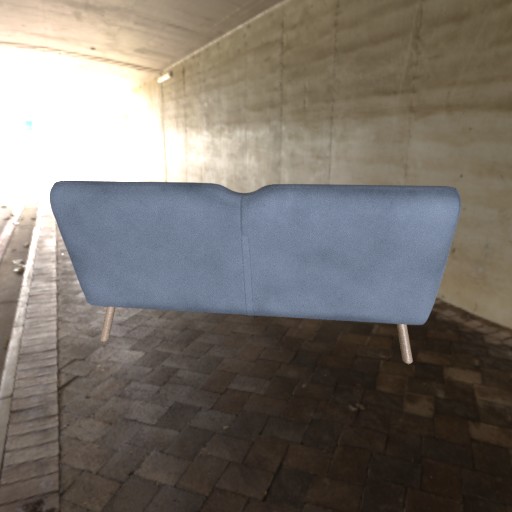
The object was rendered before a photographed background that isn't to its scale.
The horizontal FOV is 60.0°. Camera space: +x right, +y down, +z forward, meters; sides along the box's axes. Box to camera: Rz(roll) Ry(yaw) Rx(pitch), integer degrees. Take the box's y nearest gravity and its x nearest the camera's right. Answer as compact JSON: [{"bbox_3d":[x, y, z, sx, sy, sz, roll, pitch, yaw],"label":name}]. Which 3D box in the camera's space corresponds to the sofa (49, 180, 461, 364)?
[{"bbox_3d":[0.000,0.000,2.254,1.870,0.810,0.850,2,15,8],"label":"sofa"}]
